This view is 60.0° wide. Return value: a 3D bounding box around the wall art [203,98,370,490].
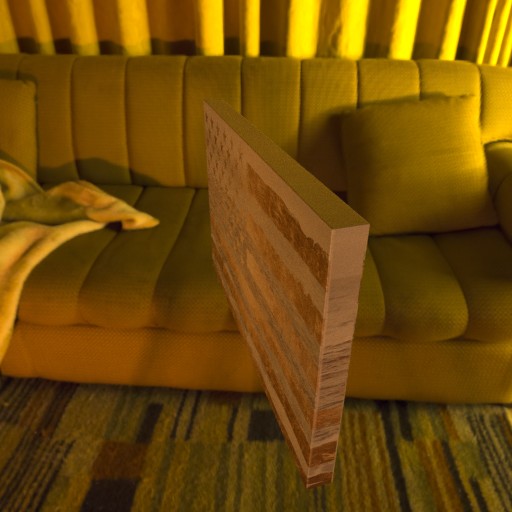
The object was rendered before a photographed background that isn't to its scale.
[{"bbox_3d":[0.000,0.000,0.766,0.041,0.407,0.606,-9,32,-15],"label":"wall art"}]
